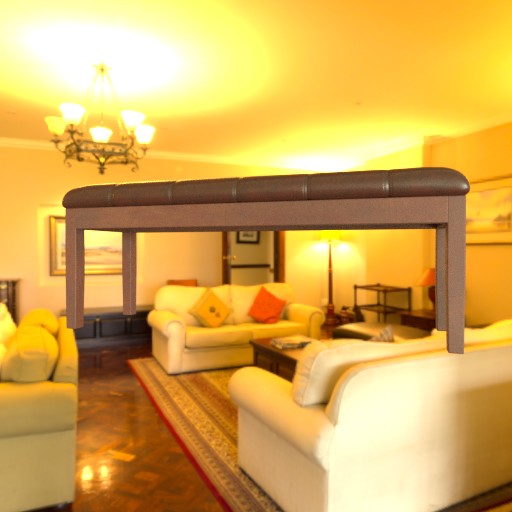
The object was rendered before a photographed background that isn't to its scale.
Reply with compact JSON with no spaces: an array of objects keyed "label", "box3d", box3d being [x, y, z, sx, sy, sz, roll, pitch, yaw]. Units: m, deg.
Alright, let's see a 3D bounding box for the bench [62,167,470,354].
[{"label":"bench","box3d":[0.000,0.000,1.484,1.259,0.491,0.401,0,1,17]}]
